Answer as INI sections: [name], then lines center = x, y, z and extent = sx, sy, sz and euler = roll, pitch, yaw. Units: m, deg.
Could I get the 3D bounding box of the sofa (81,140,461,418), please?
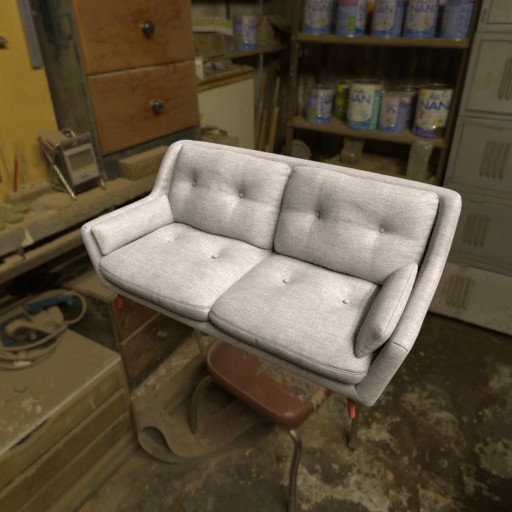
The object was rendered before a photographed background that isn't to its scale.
[sofa]
center = 0.000, 0.000, 2.475
extent = 1.930, 0.897, 0.976
euler = 18, 34, 29
